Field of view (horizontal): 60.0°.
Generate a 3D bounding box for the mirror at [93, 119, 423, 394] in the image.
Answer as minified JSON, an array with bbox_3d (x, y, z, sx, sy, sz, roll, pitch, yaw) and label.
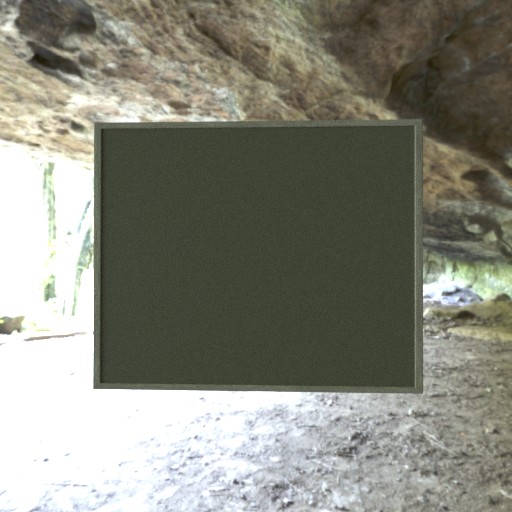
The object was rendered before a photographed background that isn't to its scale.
[{"bbox_3d":[0.000,0.000,1.138,0.839,0.689,0.028,0,0,2],"label":"mirror"}]
